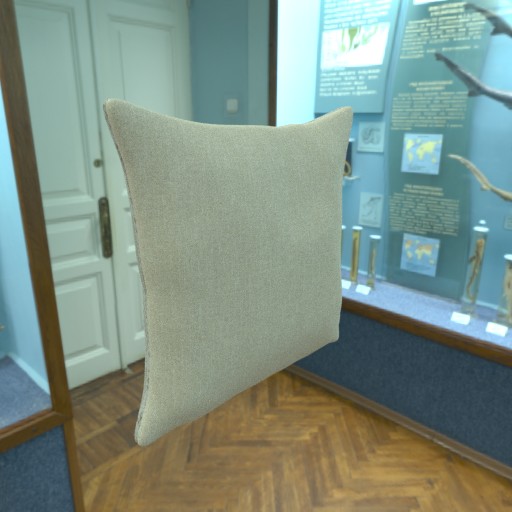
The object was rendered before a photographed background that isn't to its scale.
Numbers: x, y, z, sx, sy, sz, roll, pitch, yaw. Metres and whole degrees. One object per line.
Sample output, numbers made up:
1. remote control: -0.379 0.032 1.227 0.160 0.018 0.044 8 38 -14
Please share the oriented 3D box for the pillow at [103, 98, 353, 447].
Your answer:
1. pillow: 0.000 0.000 0.662 0.436 0.432 0.138 -16 23 -42
